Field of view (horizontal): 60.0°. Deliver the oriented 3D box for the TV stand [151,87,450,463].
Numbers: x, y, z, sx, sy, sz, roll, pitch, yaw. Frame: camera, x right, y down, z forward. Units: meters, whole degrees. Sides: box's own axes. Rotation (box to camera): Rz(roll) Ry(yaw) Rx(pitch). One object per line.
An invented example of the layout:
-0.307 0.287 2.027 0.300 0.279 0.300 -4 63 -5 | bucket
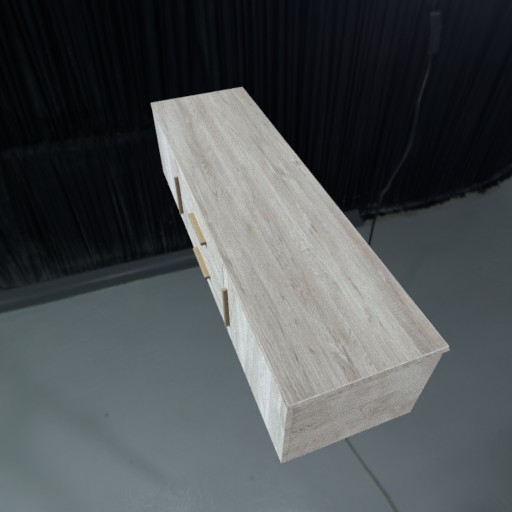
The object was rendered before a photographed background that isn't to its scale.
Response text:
0.000 0.000 1.526 0.401 0.565 1.313 -15 48 -14 | TV stand
